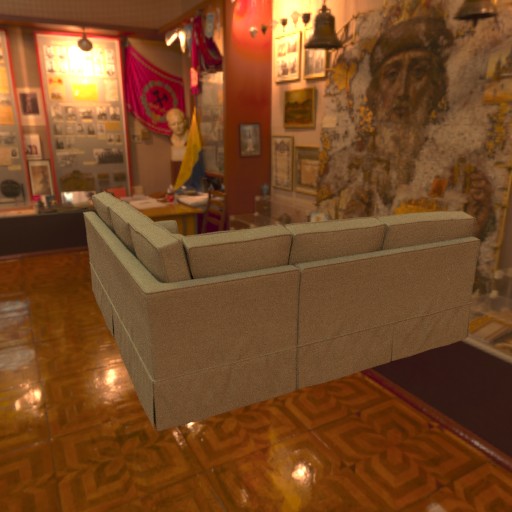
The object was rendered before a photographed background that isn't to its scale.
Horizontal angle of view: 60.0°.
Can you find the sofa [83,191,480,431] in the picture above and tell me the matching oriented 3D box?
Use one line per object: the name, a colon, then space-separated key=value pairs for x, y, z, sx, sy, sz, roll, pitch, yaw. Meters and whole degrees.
sofa: x=0.000 y=0.000 z=4.025 sx=2.618 sy=1.081 sz=2.623 roll=-8 pitch=18 yaw=-26
